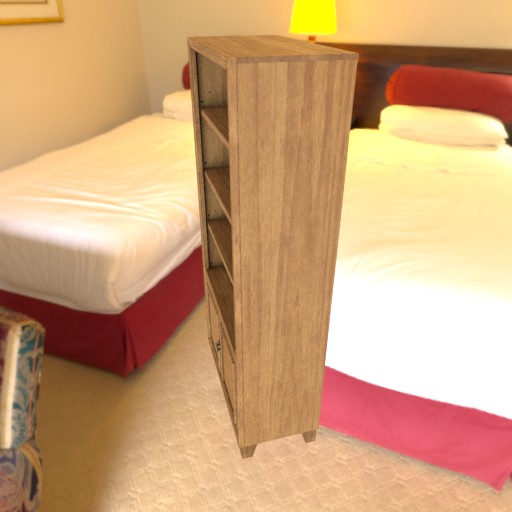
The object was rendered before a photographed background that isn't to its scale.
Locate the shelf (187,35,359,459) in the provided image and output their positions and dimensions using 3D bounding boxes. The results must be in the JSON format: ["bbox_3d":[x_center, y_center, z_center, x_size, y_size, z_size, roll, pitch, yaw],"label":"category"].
[{"bbox_3d":[0.000,0.000,2.227,0.453,1.930,0.864,-8,31,-14],"label":"shelf"}]
